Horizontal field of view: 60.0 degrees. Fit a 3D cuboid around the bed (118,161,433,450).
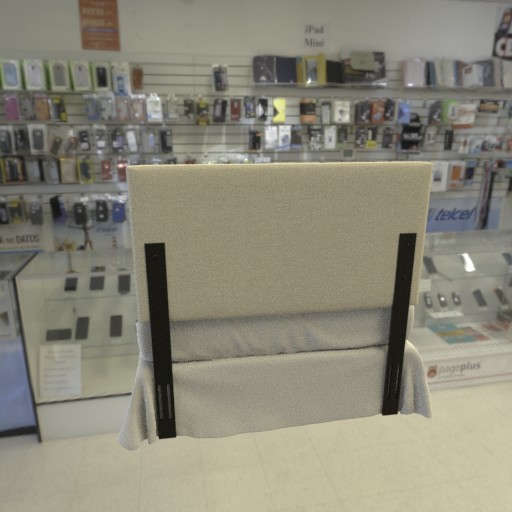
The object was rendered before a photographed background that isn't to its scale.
[{"bbox_3d":[0.000,0.000,3.458,1.936,1.577,2.222,-3,17,-9],"label":"bed"}]
